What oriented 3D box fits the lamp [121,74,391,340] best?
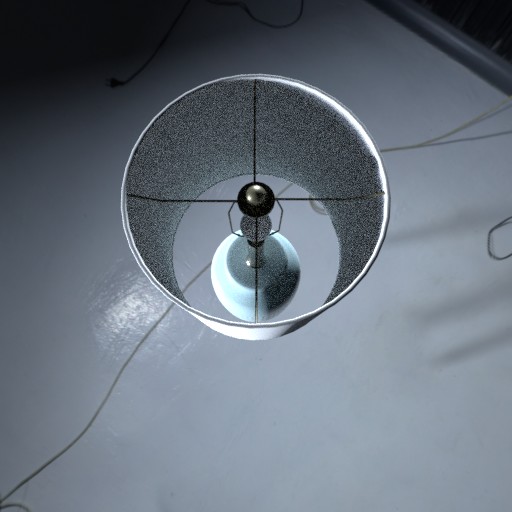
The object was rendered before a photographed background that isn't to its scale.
[{"bbox_3d":[0.000,0.000,1.110,0.418,0.871,0.418,37,80,8],"label":"lamp"}]
